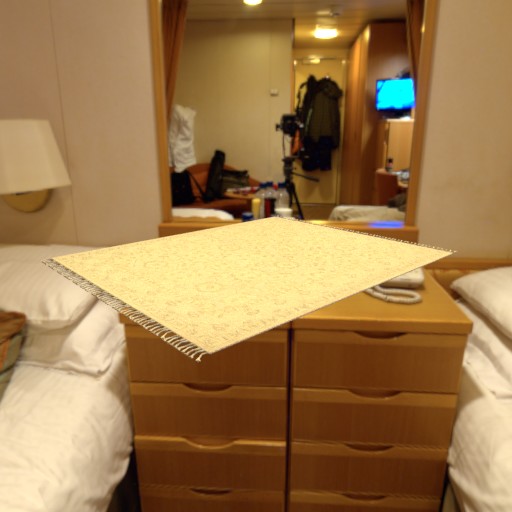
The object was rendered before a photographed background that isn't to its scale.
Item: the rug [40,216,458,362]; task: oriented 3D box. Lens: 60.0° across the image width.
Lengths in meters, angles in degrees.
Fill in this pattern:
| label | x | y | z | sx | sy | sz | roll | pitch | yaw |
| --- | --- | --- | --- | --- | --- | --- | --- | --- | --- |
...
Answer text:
| label | x | y | z | sx | sy | sz | roll | pitch | yaw |
| --- | --- | --- | --- | --- | --- | --- | --- | --- | --- |
| rug | 0.000 | 0.000 | 4.088 | 3.043 | 0.013 | 2.444 | -14 | 22 | -40 |
